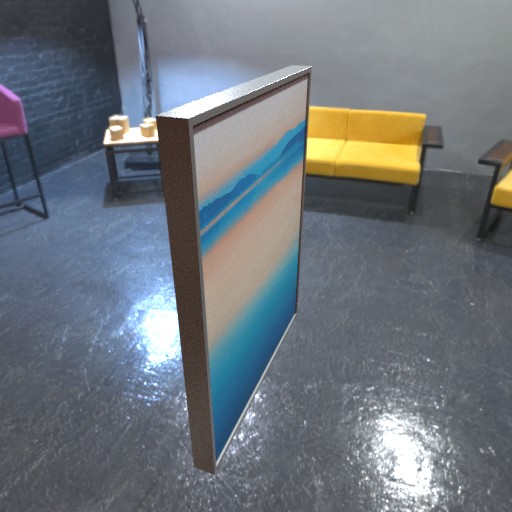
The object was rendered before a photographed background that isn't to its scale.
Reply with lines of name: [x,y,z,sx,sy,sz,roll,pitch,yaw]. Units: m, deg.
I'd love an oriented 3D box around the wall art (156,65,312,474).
wall art: [0.000,0.000,0.757,0.037,0.554,0.453,11,31,19]
